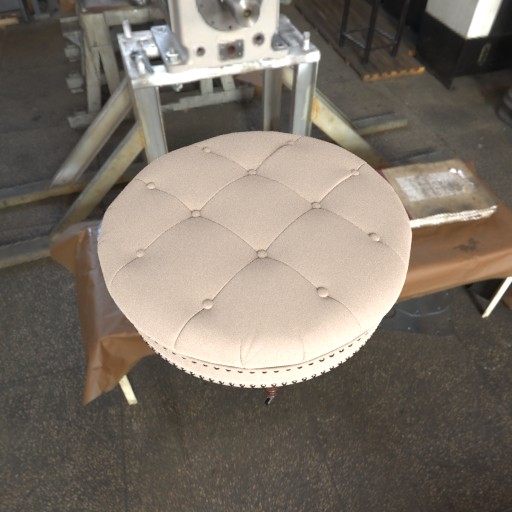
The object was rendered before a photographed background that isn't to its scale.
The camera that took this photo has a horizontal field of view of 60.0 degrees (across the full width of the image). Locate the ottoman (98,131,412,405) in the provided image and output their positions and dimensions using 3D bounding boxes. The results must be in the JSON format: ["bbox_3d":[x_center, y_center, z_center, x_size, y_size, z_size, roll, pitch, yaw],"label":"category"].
[{"bbox_3d":[0.000,0.000,1.400,0.901,0.439,0.901,0,48,0],"label":"ottoman"}]
